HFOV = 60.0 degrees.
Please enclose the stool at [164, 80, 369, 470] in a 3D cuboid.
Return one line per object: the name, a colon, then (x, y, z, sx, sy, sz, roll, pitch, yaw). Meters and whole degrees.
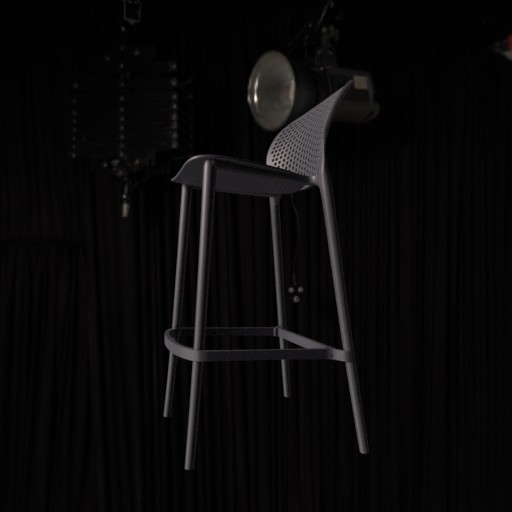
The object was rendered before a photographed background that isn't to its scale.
stool: (0.000, 0.000, 1.348, 0.535, 1.045, 0.536, 0, -1, -19)
